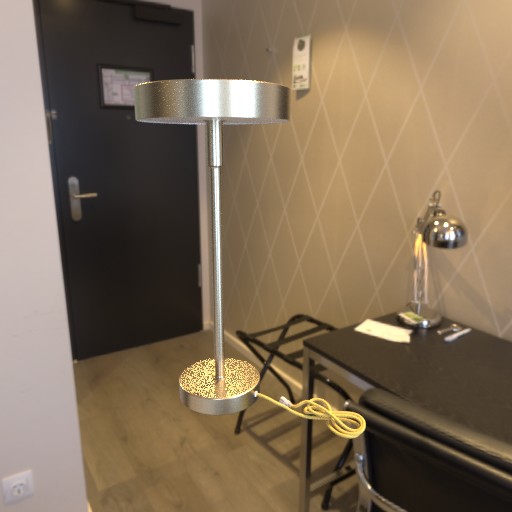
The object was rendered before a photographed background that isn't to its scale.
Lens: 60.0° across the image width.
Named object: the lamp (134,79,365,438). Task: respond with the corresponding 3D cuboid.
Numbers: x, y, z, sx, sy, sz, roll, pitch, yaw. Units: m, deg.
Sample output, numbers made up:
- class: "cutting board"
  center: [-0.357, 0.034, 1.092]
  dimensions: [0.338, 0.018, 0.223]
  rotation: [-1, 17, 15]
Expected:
- class: "lamp"
  center: [0.000, 0.000, 0.685]
  dimensions: [0.369, 0.508, 0.229]
  rotation: [7, 16, 26]
